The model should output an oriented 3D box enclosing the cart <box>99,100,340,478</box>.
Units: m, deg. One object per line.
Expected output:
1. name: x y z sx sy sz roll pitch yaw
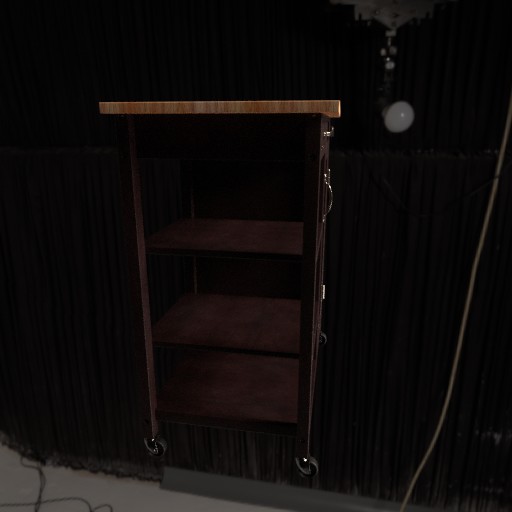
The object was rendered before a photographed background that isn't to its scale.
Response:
1. cart: 0.000 0.000 1.393 0.472 0.878 0.914 3 17 10
